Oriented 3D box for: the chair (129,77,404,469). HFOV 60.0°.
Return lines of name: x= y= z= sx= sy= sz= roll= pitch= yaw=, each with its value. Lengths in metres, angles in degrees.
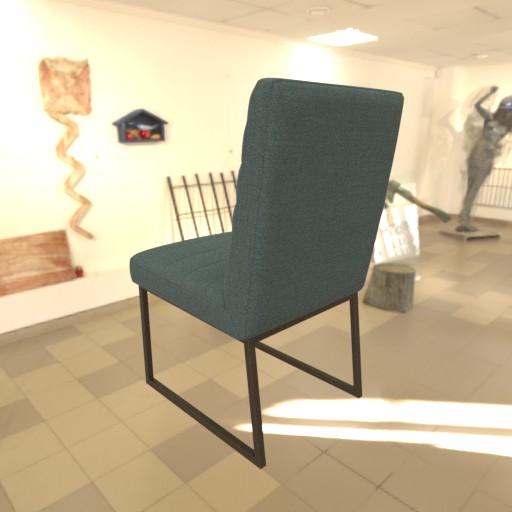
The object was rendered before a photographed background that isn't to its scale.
chair: x=0.000 y=0.000 z=1.327 sx=0.520 sy=0.930 sz=0.634 roll=-15 pitch=22 yaw=-42
